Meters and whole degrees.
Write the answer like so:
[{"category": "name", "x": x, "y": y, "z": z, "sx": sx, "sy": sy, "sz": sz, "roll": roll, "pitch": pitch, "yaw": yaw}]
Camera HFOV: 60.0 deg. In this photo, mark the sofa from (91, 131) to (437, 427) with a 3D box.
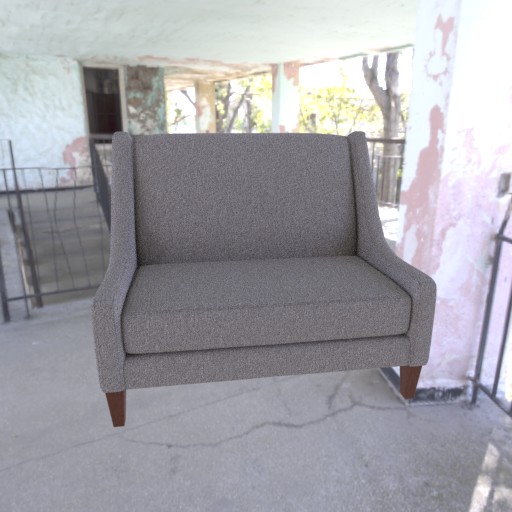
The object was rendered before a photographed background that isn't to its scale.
[{"category": "sofa", "x": 0.000, "y": 0.000, "z": 1.915, "sx": 1.242, "sy": 1.026, "sz": 0.862, "roll": -3, "pitch": 17, "yaw": -8}]
